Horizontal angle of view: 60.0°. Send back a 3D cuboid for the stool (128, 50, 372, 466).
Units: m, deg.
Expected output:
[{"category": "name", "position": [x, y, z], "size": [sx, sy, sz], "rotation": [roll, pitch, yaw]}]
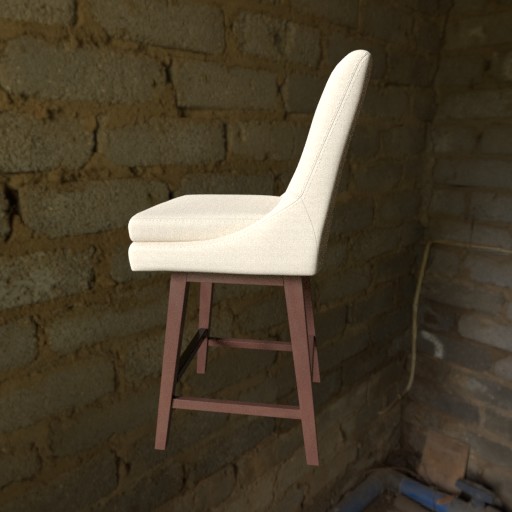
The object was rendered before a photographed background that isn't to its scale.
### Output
[{"category": "stool", "position": [0.000, 0.000, 1.250], "size": [0.559, 0.991, 0.483], "rotation": [2, 14, 8]}]
